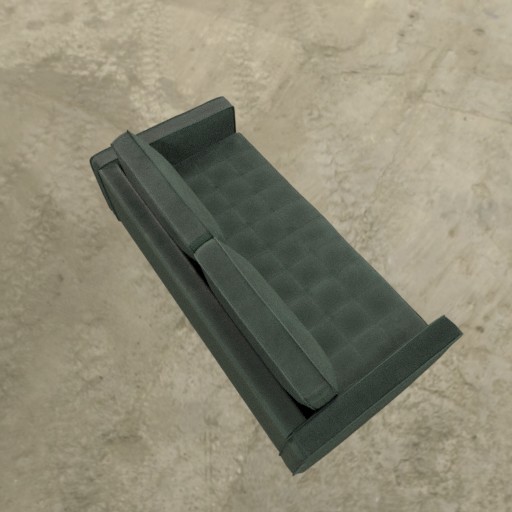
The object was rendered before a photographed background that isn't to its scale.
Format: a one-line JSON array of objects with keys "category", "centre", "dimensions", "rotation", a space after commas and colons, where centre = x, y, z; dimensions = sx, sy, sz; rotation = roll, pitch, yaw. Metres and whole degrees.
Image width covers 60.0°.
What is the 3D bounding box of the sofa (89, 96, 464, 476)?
[{"category": "sofa", "centre": [0.000, 0.000, 2.225], "dimensions": [0.886, 0.781, 1.816], "rotation": [-32, 64, -17]}]
